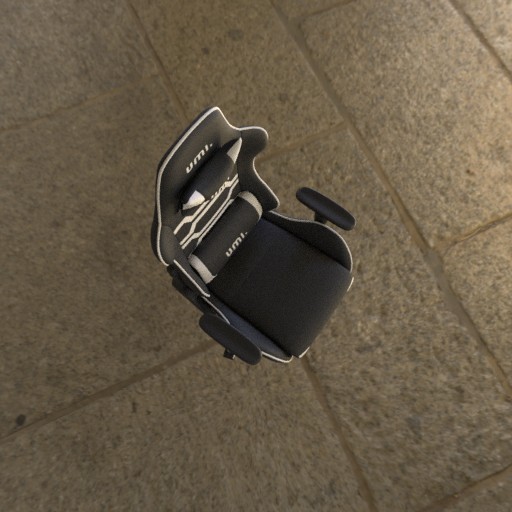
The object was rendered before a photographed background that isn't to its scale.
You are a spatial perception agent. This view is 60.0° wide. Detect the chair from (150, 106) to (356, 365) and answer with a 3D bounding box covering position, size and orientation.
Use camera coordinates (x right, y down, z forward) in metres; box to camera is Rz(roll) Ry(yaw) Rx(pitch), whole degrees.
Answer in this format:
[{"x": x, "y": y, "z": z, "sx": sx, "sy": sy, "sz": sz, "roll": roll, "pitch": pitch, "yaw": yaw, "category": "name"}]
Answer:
[{"x": 0.000, "y": 0.000, "z": 1.620, "sx": 0.700, "sy": 1.240, "sz": 0.700, "roll": 35, "pitch": 76, "yaw": 10, "category": "chair"}]
